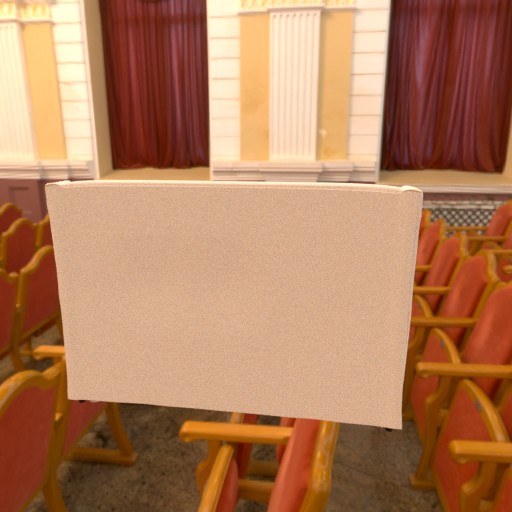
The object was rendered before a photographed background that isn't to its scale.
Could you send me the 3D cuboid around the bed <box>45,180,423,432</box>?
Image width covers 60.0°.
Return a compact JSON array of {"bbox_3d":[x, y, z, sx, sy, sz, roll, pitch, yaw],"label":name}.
[{"bbox_3d":[0.000,0.000,3.408,1.925,1.332,2.276,2,15,8],"label":"bed"}]
